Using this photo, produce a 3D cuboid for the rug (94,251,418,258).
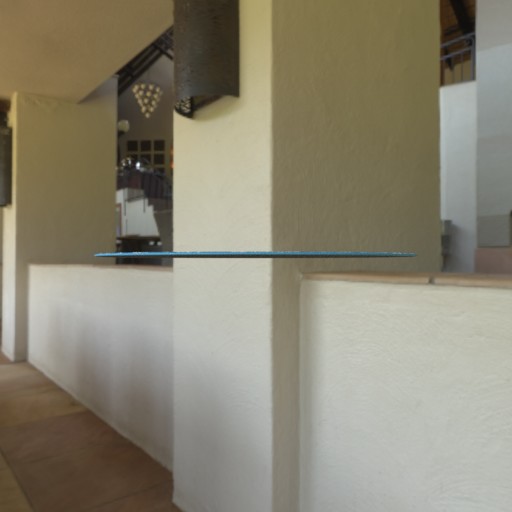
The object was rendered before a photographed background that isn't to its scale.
[{"bbox_3d":[0.000,0.000,2.324,1.593,0.012,1.593,0,-1,0],"label":"rug"}]
